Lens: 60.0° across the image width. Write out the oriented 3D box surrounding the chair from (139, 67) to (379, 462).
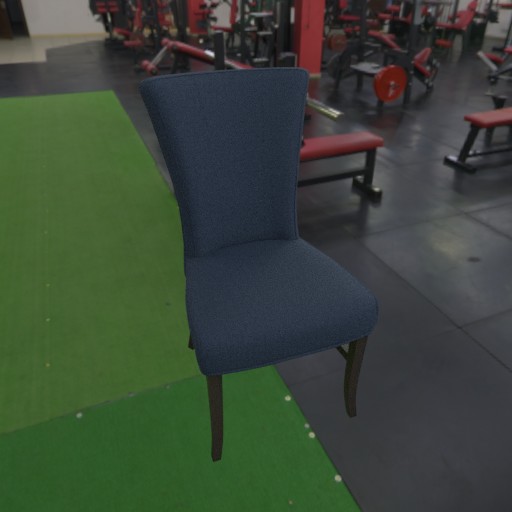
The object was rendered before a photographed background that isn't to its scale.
[{"bbox_3d":[0.000,0.000,1.372,0.520,0.991,0.660,-11,34,-16],"label":"chair"}]
